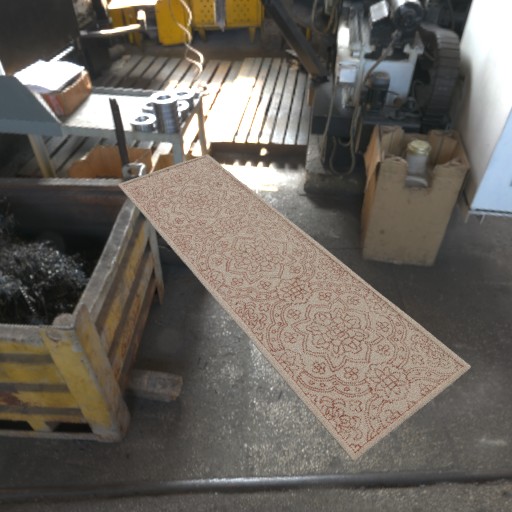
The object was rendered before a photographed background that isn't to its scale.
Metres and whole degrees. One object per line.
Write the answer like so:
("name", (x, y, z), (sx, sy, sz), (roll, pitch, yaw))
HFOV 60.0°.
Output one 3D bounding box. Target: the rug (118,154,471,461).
("rug", (0.000, 0.000, 2.666), (0.769, 0.012, 2.448), (-25, 48, -25))
